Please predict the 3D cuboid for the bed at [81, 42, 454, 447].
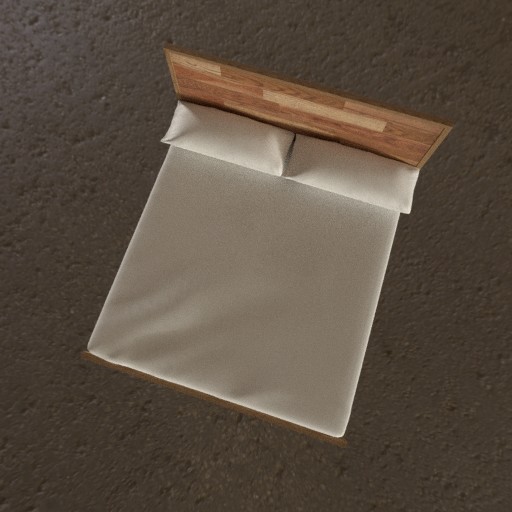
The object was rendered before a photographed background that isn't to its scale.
[{"bbox_3d":[0.000,0.000,3.311,2.013,1.295,2.184,17,75,5],"label":"bed"}]
